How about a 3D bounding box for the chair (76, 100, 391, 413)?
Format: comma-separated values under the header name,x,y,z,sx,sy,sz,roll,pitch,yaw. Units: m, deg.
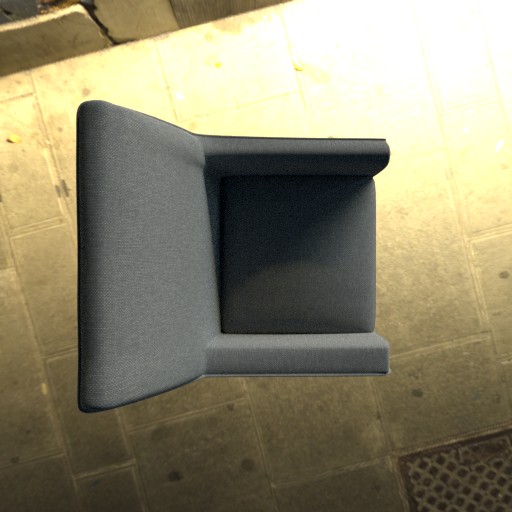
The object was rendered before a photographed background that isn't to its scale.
name,x,y,z,sx,sy,sz,roll,pitch,yaw
chair,0.000,0.000,1.524,0.899,0.919,0.780,0,91,-1
